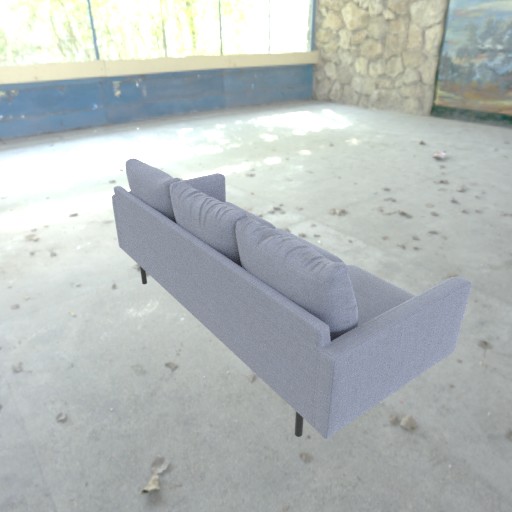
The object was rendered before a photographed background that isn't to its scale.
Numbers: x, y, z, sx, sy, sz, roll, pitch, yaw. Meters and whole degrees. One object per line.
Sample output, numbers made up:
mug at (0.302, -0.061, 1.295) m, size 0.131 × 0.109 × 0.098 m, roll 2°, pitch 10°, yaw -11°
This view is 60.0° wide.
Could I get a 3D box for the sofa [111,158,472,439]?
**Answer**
sofa at (0.000, 0.000, 2.433) m, size 0.850 × 0.830 × 2.000 m, roll -19°, pitch 33°, yaw -32°
